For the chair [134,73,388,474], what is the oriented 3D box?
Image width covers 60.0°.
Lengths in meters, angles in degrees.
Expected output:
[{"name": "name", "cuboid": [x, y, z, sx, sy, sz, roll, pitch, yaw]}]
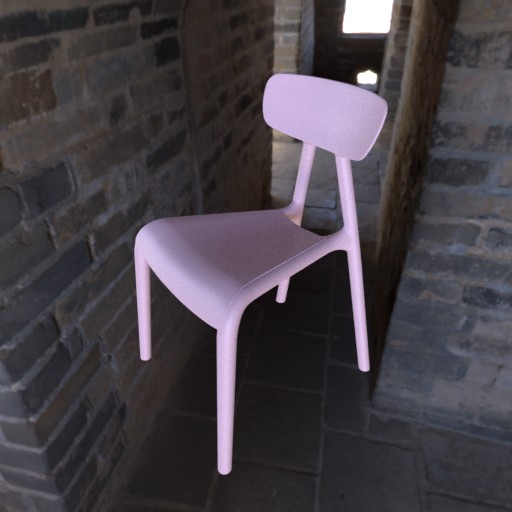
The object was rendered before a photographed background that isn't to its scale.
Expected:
[{"name": "chair", "cuboid": [0.000, 0.000, 0.833, 0.401, 0.580, 0.356, -21, 38, -30]}]
